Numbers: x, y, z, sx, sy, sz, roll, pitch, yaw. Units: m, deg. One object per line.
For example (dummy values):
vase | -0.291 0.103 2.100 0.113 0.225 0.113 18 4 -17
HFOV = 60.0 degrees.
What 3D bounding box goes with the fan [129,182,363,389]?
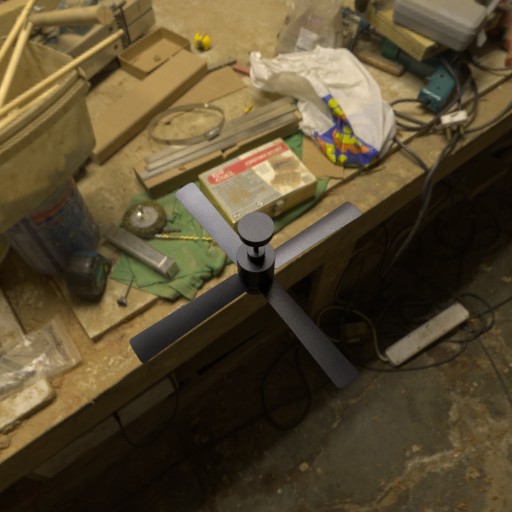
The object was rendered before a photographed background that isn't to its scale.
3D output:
fan | 0.000 0.000 2.312 1.525 0.534 1.525 -32 64 -18
